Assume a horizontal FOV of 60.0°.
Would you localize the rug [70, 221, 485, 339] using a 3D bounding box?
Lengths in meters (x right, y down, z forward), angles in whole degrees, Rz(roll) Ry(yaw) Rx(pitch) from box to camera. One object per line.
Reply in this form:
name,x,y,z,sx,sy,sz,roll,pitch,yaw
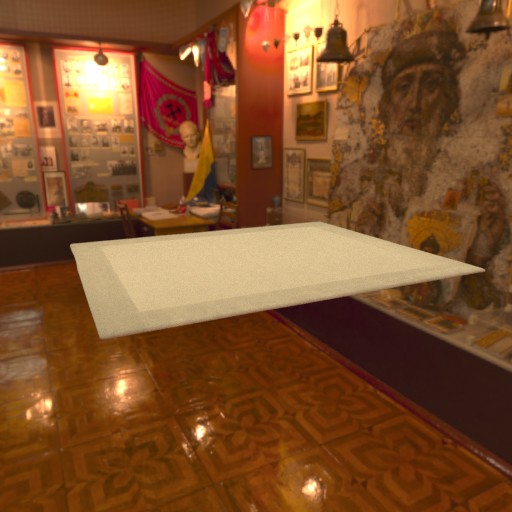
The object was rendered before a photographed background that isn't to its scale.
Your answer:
rug,0.000,0.000,4.007,2.976,0.018,2.430,-7,16,-25
